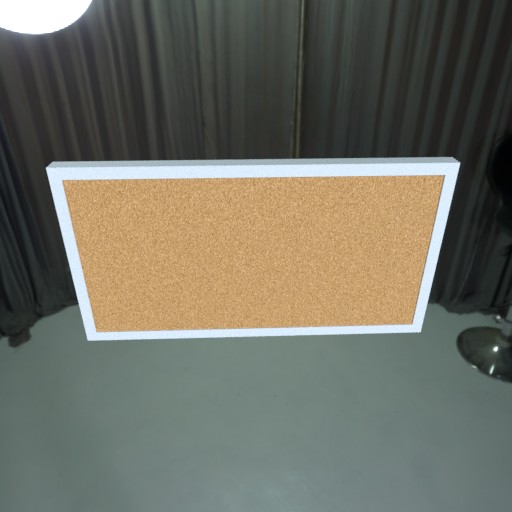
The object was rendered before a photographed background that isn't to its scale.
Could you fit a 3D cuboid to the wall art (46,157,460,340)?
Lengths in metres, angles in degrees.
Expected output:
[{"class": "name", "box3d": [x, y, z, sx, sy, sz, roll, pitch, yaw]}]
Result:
[{"class": "wall art", "box3d": [0.000, 0.000, 0.991, 0.812, 0.431, 0.038, -1, 30, -2]}]
